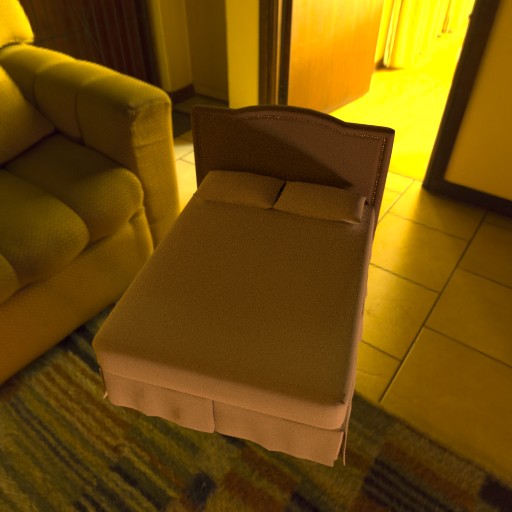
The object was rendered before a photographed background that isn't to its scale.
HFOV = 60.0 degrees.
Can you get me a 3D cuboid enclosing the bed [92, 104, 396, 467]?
[{"bbox_3d":[0.000,0.000,3.254,1.744,1.441,2.128,11,42,12],"label":"bed"}]
